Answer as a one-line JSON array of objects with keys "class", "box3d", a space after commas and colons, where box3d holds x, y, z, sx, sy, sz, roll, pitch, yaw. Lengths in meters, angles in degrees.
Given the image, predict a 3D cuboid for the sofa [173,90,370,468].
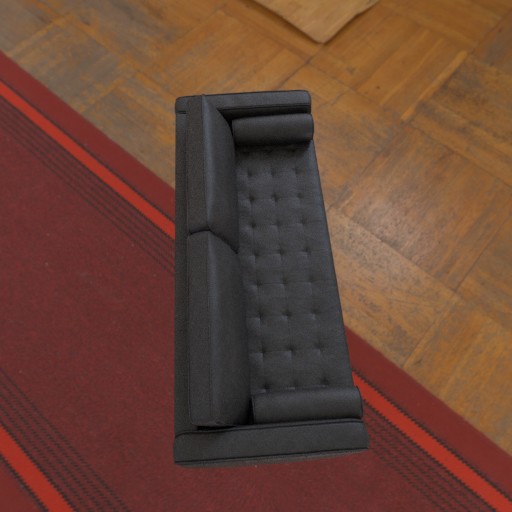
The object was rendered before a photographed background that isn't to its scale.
[{"class": "sofa", "box3d": [0.000, 0.000, 2.594, 0.914, 0.762, 2.210, -4, 65, -2]}]
